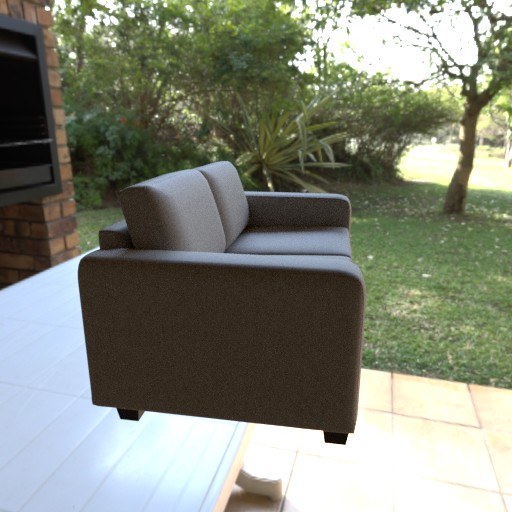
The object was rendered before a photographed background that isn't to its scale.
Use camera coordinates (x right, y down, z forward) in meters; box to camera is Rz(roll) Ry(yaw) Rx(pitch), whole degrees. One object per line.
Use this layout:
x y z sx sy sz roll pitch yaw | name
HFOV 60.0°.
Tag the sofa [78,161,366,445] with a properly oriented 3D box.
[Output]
0.000 0.000 2.059 0.900 0.800 1.540 3 17 9 | sofa
